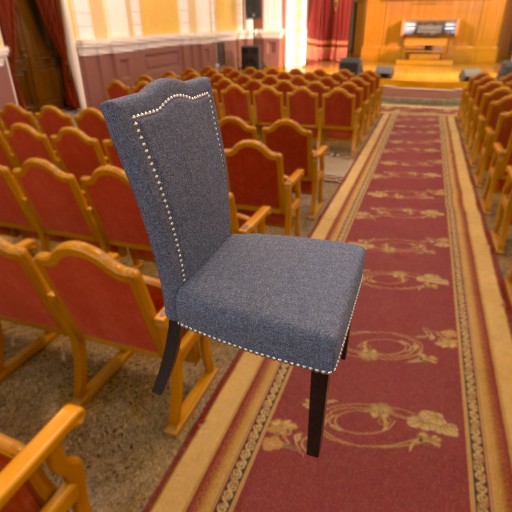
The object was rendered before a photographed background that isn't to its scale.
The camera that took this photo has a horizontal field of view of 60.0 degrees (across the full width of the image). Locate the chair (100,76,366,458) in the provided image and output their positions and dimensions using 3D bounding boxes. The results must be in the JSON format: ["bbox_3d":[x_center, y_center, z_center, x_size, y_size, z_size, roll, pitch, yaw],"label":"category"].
[{"bbox_3d":[0.000,0.000,1.289,0.589,0.946,0.518,10,30,17],"label":"chair"}]
